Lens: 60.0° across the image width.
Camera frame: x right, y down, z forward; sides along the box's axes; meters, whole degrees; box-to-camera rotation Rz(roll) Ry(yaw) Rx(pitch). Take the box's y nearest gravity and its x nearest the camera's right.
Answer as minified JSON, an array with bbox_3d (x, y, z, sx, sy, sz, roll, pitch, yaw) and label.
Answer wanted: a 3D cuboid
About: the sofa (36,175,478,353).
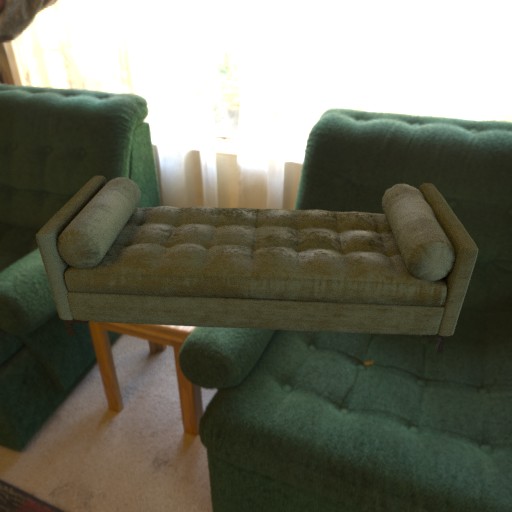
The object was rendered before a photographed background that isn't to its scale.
[{"bbox_3d":[0.000,0.000,2.565,2.130,0.681,0.817,2,32,3],"label":"sofa"}]
